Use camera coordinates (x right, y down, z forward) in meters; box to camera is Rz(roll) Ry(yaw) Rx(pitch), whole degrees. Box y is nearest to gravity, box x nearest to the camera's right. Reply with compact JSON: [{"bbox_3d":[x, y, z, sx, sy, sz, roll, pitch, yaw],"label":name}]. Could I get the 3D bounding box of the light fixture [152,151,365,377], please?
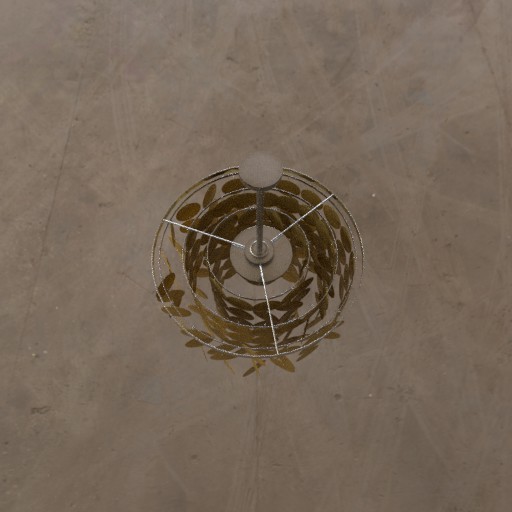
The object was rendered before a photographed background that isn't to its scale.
[{"bbox_3d":[0.000,0.000,0.756,0.368,0.492,0.368,0,65,0],"label":"light fixture"}]
